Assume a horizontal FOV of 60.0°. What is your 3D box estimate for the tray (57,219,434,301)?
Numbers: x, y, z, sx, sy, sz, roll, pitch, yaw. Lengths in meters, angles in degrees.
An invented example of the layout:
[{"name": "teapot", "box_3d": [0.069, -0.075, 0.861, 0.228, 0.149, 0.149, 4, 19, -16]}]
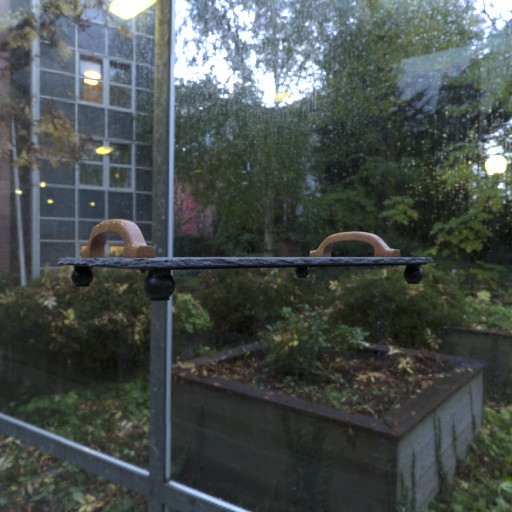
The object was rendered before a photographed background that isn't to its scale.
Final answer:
[{"name": "tray", "box_3d": [0.000, 0.000, 0.474, 0.387, 0.062, 0.231, 0, 0, -38]}]
